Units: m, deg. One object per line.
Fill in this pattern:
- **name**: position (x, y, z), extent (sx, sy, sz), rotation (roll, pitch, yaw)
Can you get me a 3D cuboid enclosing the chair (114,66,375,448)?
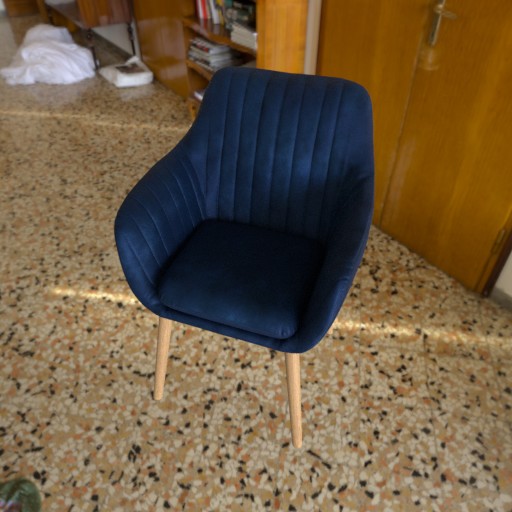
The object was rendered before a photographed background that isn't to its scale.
- **chair**: position (0.000, 0.000, 1.229), extent (0.578, 0.826, 0.573), rotation (13, 42, 15)
